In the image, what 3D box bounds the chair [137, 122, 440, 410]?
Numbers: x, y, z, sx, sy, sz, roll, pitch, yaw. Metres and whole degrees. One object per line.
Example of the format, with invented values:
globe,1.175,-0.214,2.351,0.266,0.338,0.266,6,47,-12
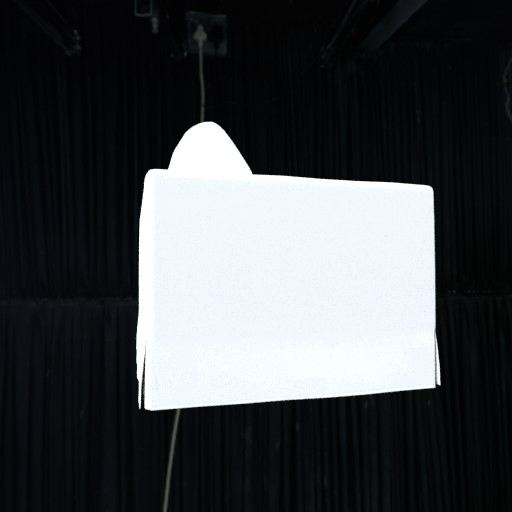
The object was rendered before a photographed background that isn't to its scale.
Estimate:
chair,0.000,0.000,1.863,0.957,0.878,1.150,1,-2,-15
